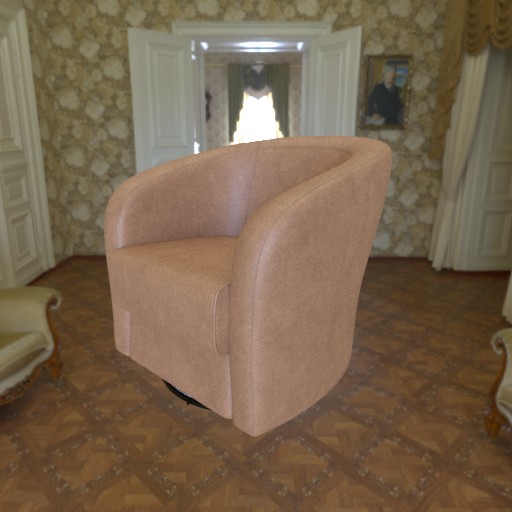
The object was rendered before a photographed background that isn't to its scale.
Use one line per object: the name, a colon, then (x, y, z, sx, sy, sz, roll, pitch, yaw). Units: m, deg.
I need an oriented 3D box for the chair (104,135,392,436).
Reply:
chair: (0.000, 0.000, 1.465, 0.791, 0.771, 0.815, 14, 20, 43)
